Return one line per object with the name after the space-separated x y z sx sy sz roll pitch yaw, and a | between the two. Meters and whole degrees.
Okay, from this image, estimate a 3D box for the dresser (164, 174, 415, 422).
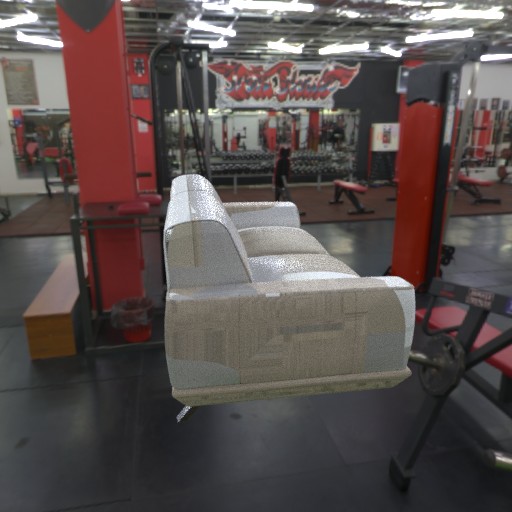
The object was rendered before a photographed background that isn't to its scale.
0.000 0.000 5.955 2.251 1.863 4.679 -3 16 -9 | dresser
